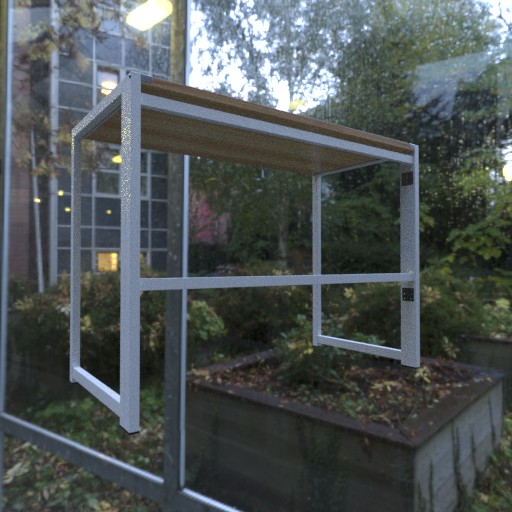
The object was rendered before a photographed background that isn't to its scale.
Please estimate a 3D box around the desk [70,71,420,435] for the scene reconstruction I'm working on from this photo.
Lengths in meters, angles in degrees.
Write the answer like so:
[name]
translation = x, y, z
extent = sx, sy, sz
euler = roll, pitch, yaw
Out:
[desk]
translation = 0.000, 0.000, 1.426
extent = 1.016, 0.762, 0.508
euler = 1, -1, -36
